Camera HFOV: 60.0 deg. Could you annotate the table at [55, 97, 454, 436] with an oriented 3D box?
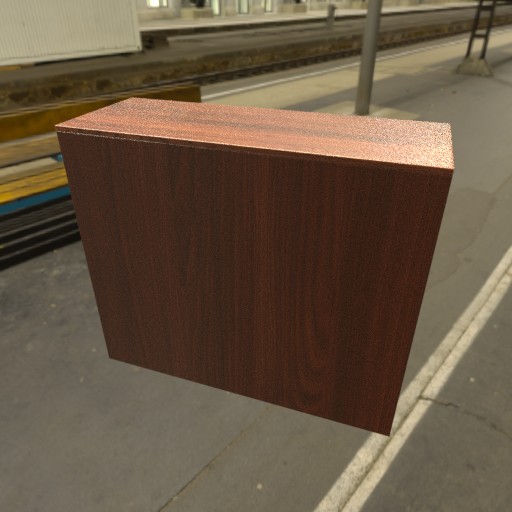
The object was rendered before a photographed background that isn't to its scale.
[{"bbox_3d":[0.000,0.000,1.328,0.930,0.790,0.380,10,33,17],"label":"table"}]
